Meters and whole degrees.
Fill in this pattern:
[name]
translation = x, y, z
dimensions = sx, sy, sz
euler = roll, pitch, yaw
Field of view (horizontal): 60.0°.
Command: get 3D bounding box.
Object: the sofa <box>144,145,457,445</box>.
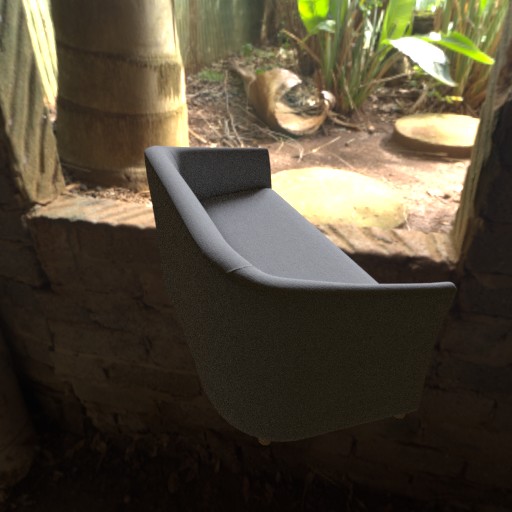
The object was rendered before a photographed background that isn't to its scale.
[sofa]
translation = 0.000, 0.000, 1.858
dimensions = 0.705, 0.721, 1.452
euler = -11, 32, -18
